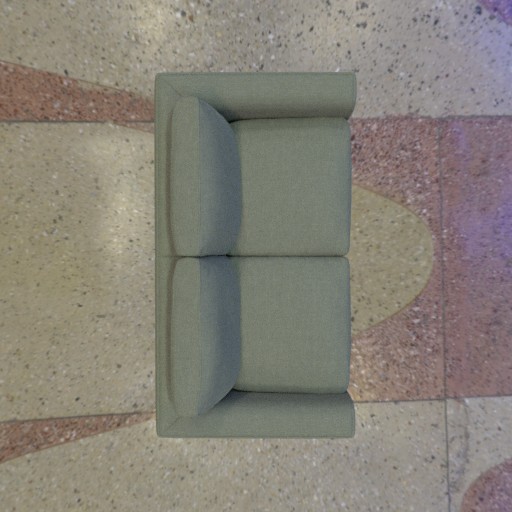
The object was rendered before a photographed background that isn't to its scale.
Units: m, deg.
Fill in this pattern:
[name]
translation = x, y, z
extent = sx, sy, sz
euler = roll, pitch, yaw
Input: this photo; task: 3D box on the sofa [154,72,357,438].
[sofa]
translation = 0.000, 0.000, 2.430
extent = 1.069, 0.800, 1.920
euler = 0, 91, 0
